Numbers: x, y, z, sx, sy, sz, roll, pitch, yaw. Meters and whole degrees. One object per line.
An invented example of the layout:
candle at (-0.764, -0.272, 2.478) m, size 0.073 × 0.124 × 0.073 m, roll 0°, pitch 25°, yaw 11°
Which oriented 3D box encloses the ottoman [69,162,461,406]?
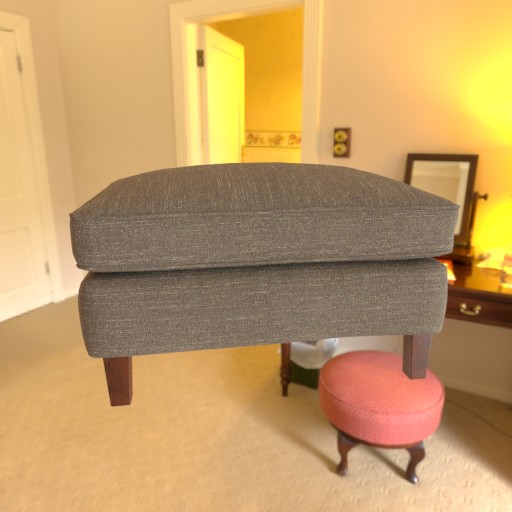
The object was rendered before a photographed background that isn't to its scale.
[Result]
ottoman at (0.000, 0.000, 0.990) m, size 0.686 × 0.406 × 0.508 m, roll -2°, pitch 16°, yaw -8°
